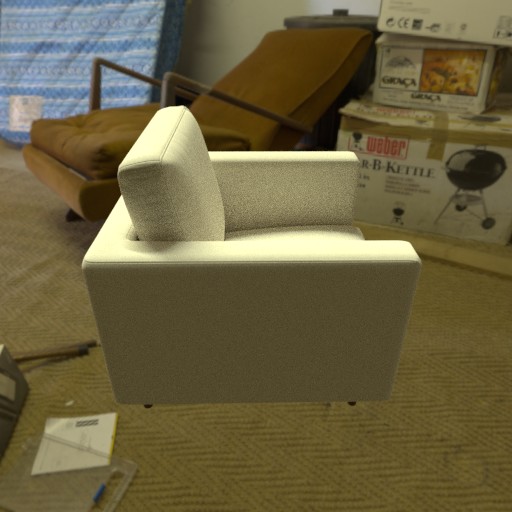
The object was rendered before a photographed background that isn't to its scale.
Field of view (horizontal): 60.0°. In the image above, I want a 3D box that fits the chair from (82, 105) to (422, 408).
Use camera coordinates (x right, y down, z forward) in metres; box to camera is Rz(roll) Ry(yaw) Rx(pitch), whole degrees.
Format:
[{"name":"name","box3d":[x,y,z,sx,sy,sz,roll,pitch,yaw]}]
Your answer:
[{"name":"chair","box3d":[0.000,0.000,1.538,0.879,0.899,0.831,0,32,-1]}]
